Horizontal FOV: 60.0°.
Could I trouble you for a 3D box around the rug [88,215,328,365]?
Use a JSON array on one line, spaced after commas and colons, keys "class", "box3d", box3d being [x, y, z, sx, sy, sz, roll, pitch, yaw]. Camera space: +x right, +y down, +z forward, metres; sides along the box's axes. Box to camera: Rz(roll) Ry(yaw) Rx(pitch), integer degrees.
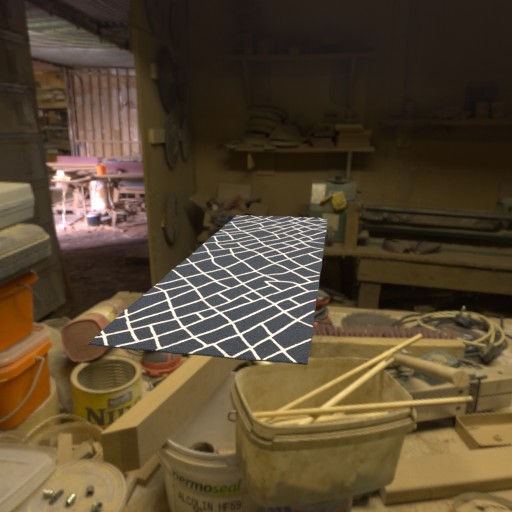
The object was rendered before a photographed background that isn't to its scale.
[{"class": "rug", "box3d": [0.000, 0.000, 2.694, 0.807, 0.010, 2.476, 3, 17, 10]}]
